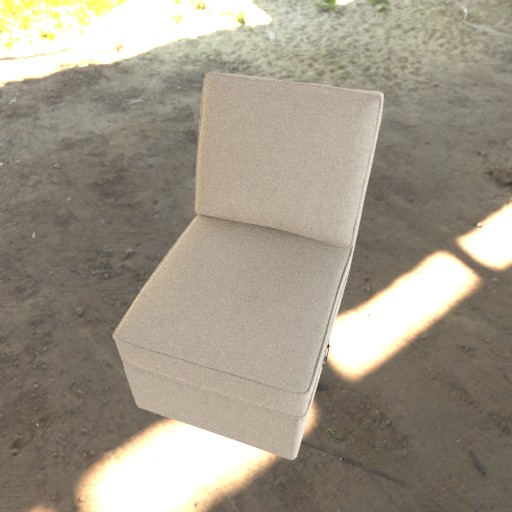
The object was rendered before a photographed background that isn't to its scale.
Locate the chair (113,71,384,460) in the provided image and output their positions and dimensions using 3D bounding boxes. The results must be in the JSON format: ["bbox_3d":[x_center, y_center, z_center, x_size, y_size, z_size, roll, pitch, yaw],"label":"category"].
[{"bbox_3d":[0.000,0.000,1.529,0.621,0.970,0.938,13,44,14],"label":"chair"}]
